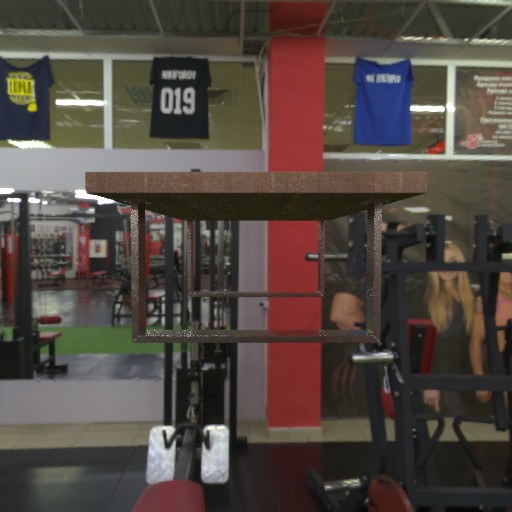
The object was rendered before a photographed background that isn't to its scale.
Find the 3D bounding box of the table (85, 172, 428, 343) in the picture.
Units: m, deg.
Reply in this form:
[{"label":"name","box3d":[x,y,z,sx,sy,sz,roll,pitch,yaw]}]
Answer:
[{"label":"table","box3d":[0.000,0.000,1.740,0.800,0.440,1.400,0,2,0]}]
